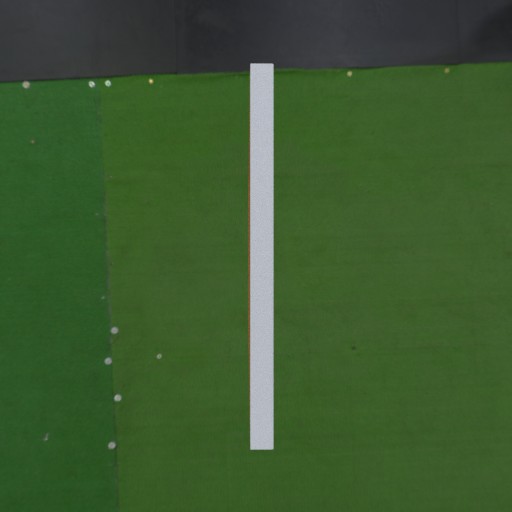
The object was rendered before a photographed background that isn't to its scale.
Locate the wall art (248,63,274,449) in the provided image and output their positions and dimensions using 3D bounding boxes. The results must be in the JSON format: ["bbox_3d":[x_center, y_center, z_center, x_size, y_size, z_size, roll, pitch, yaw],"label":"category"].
[{"bbox_3d":[0.000,0.000,1.156,0.037,0.916,0.610,0,90,-1],"label":"wall art"}]
